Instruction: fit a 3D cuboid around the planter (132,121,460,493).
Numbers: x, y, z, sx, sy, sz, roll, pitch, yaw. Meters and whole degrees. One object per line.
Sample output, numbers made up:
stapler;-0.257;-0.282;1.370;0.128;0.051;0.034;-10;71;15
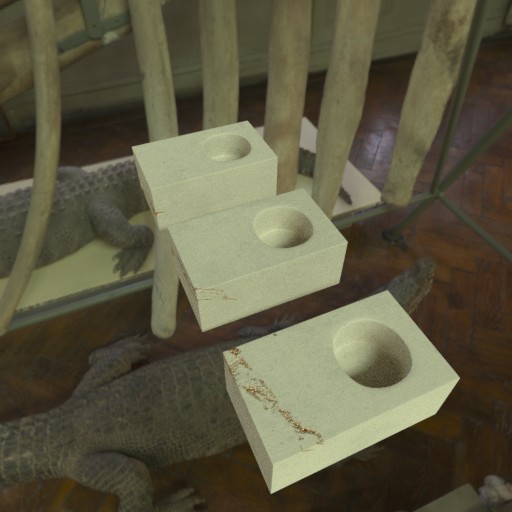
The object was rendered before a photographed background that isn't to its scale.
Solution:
planter;0.000;0.000;0.377;0.127;0.051;0.333;-18;49;-16
